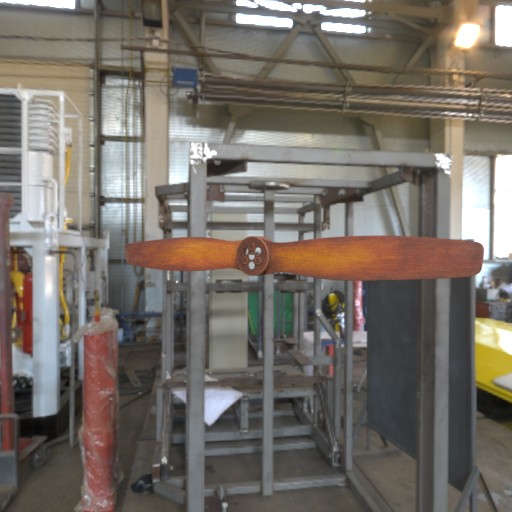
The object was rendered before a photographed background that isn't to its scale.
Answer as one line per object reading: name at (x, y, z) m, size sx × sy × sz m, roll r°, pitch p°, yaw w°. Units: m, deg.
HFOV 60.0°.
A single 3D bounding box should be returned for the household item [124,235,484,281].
household item at (0.000, 0.000, 1.278) m, size 1.181 × 0.121 × 0.051 m, roll 0°, pitch 1°, yaw 36°
